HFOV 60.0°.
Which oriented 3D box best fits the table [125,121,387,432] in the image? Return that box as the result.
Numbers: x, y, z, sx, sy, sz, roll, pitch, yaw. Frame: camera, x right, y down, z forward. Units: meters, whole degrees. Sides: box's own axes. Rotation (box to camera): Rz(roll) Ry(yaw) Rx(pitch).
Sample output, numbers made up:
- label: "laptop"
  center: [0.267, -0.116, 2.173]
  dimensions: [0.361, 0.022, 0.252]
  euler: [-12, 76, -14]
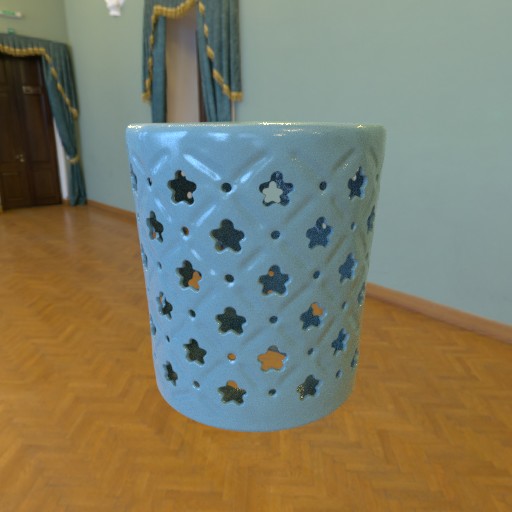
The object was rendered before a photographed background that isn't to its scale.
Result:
- label: "table"
  center: [0.000, 0.000, 0.666]
  dimensions: [0.352, 0.387, 0.352]
  euler: [0, 17, 0]
